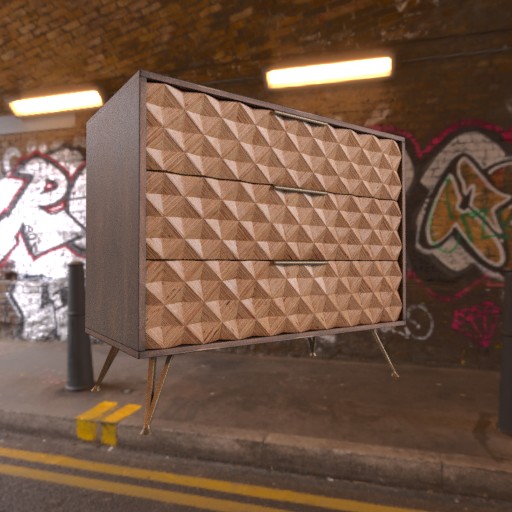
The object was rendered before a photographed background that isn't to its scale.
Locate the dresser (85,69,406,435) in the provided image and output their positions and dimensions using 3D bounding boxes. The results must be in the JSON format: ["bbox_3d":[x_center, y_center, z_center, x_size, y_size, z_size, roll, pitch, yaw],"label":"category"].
[{"bbox_3d":[0.000,0.000,1.401,0.923,0.801,0.453,1,-1,-35],"label":"dresser"}]
